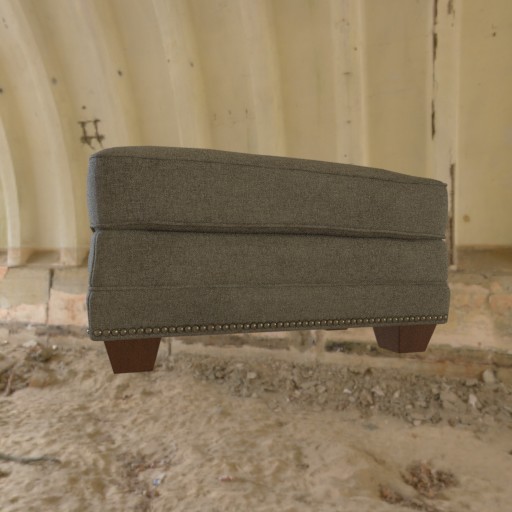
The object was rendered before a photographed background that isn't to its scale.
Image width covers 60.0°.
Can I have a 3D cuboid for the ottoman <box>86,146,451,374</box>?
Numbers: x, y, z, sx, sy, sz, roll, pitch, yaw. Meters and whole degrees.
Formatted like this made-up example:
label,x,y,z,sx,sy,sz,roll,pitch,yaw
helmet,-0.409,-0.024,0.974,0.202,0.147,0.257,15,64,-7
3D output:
label,x,y,z,sx,sy,sz,roll,pitch,yaw
ottoman,0.000,0.000,1.159,0.813,0.457,0.561,0,-1,-18
